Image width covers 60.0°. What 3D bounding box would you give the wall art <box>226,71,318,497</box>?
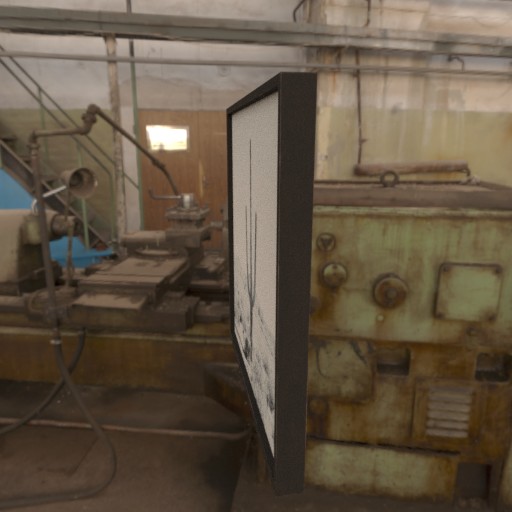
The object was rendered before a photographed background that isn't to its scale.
[{"bbox_3d":[0.000,0.000,0.750,0.038,0.508,0.508,-2,14,-10],"label":"wall art"}]
